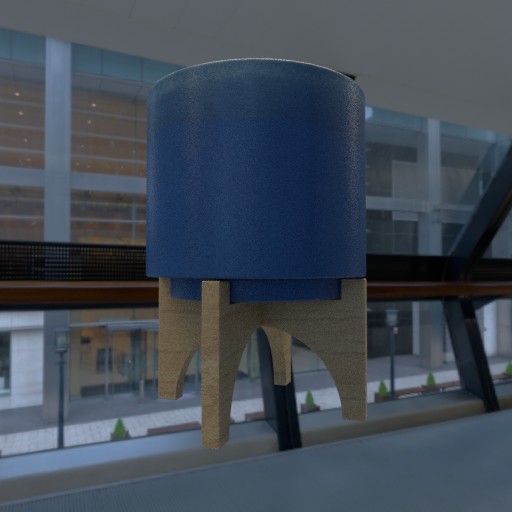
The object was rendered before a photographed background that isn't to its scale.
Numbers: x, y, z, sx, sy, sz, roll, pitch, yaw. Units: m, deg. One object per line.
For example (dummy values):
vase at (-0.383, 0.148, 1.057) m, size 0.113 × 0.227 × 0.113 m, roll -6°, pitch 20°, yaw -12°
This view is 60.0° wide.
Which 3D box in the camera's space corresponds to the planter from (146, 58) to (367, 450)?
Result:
planter at (0.000, 0.000, 0.542) m, size 0.261 × 0.367 × 0.261 m, roll 0°, pitch -1°, yaw 0°
